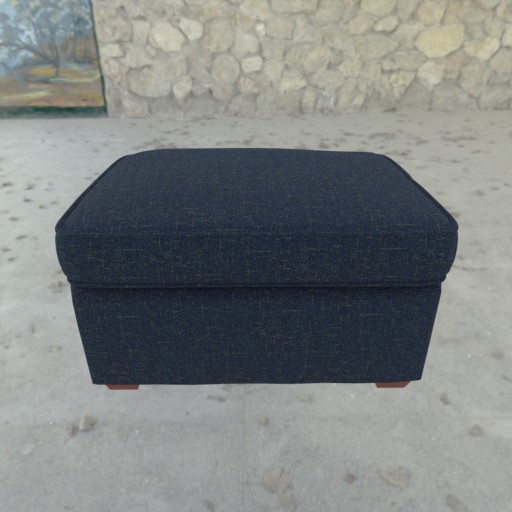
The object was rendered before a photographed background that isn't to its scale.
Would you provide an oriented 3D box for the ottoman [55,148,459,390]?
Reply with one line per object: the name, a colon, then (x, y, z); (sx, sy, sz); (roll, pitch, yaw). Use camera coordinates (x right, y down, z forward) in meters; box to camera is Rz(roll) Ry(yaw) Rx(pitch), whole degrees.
ottoman: (0.000, 0.000, 1.086); (0.749, 0.450, 0.549); (0, 28, -1)
